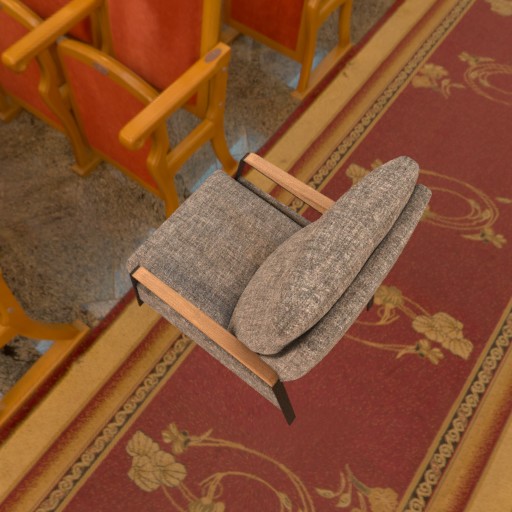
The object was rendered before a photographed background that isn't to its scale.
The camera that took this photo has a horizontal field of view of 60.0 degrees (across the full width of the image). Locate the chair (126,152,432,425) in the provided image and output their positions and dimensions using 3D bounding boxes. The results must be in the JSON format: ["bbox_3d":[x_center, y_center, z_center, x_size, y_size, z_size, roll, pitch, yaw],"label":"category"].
[{"bbox_3d":[0.000,0.000,1.609,0.868,1.042,0.671,34,69,16],"label":"chair"}]
